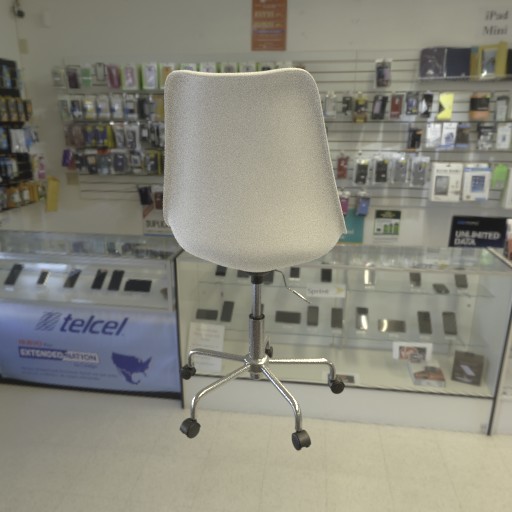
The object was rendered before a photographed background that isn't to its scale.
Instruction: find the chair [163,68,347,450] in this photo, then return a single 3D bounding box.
[{"bbox_3d":[0.000,0.000,1.258,0.550,0.930,0.550,3,17,10],"label":"chair"}]
